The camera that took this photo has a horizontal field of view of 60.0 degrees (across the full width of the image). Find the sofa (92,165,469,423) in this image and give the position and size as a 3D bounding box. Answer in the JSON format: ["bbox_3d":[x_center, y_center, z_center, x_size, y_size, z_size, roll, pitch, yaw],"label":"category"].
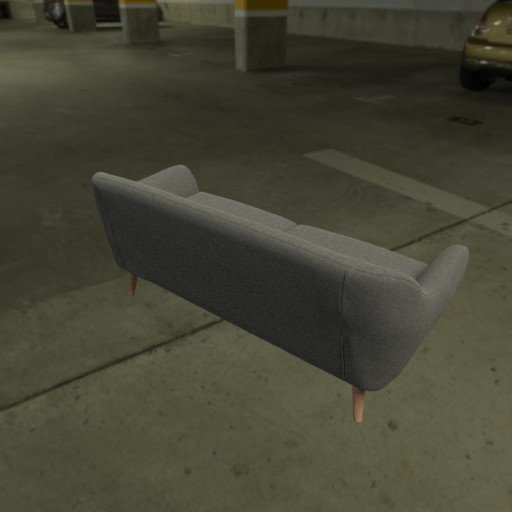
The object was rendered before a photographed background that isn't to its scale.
[{"bbox_3d":[0.000,0.000,2.253,1.840,0.820,0.820,21,37,32],"label":"sofa"}]
